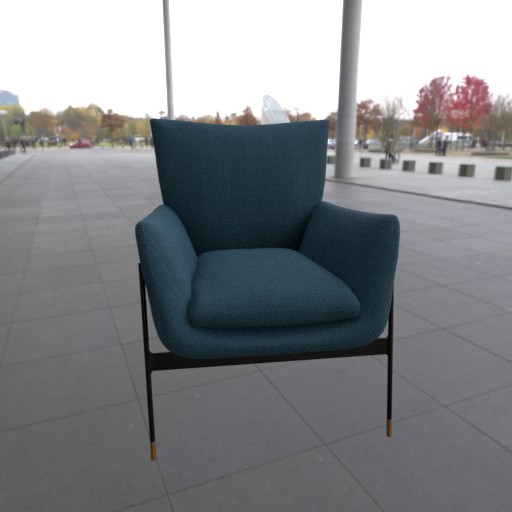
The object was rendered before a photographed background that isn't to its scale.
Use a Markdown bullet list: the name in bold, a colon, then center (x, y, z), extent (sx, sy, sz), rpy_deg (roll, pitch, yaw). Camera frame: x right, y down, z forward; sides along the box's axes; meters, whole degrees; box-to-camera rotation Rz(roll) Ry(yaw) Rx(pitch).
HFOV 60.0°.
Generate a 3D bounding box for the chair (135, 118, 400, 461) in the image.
- **chair**: center (0.000, 0.000, 1.402), extent (0.678, 0.859, 0.769), rpy_deg (-2, 15, -8)
